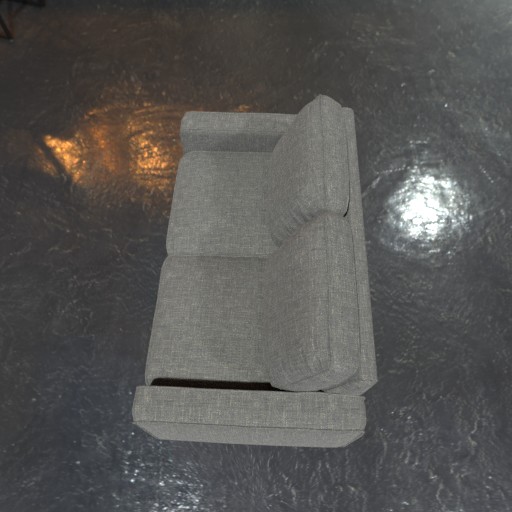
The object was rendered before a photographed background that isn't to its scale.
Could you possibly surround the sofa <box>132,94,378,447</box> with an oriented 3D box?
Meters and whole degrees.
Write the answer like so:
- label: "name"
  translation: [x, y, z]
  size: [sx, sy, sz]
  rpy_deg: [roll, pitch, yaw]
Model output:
- label: "sofa"
  translation: [0.000, 0.000, 2.247]
  size: [0.947, 0.918, 1.709]
  rpy_deg: [2, 61, 1]
